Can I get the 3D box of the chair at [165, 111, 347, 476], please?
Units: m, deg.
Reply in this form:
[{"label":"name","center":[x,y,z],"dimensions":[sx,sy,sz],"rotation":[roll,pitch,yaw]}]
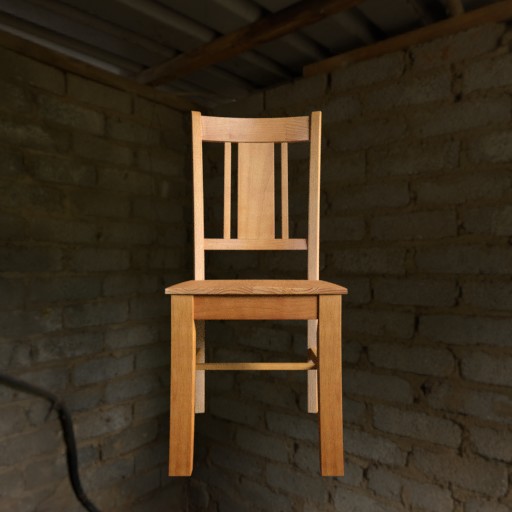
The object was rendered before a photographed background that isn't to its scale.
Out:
[{"label":"chair","center":[0.000,0.000,1.271],"dimensions":[0.450,0.998,0.556],"rotation":[0,0,0]}]
